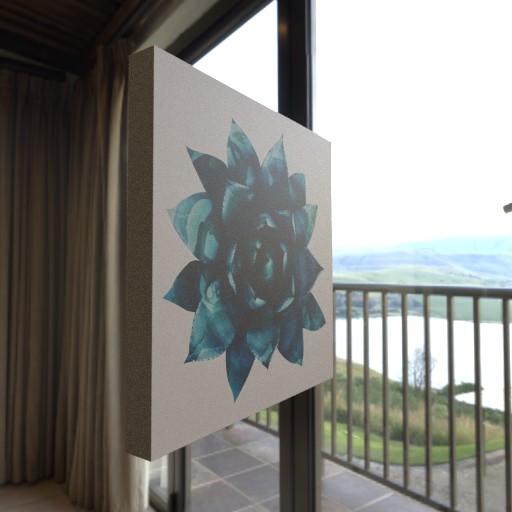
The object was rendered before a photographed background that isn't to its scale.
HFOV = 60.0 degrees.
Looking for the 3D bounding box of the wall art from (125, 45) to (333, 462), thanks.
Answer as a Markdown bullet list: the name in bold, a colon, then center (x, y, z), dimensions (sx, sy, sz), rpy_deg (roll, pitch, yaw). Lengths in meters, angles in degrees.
- **wall art**: center (0.000, 0.000, 0.608), dimensions (0.038, 0.406, 0.406), rpy_deg (-1, -2, 35)
